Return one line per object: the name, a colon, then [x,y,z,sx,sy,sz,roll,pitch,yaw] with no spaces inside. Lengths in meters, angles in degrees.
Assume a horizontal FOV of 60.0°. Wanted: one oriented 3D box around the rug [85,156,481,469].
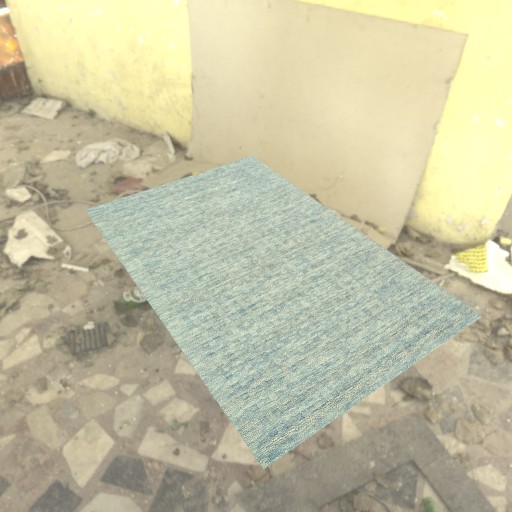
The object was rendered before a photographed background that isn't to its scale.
rug: [0.000,0.000,2.203,1.142,0.006,1.752,-24,46,-26]
